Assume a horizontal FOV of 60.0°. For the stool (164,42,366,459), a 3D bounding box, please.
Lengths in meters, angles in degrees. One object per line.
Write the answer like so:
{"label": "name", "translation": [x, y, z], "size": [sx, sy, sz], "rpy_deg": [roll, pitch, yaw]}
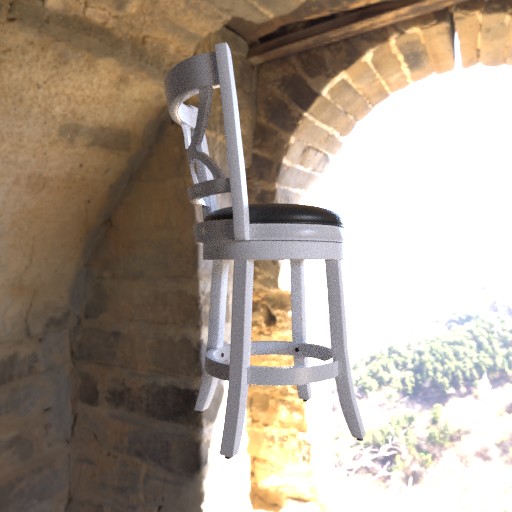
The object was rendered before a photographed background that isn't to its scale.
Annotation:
{"label": "stool", "translation": [0.000, 0.000, 1.243], "size": [0.508, 0.953, 0.444], "rpy_deg": [0, -1, -18]}
